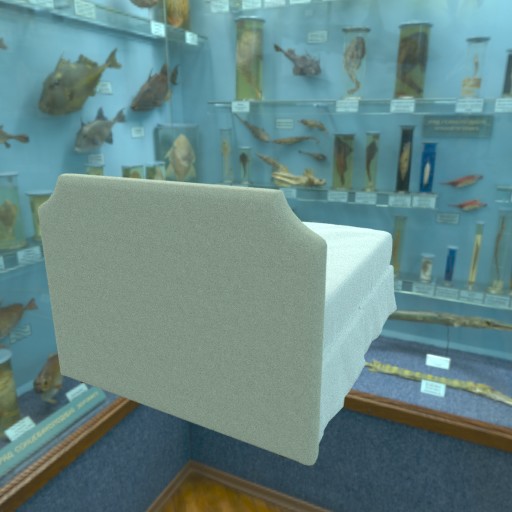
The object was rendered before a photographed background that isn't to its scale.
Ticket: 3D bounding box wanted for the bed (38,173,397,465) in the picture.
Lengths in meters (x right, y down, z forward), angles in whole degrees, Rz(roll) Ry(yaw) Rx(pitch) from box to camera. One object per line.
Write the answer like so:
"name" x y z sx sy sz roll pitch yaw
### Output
"bed" 0.000 0.000 3.121 1.693 1.290 2.116 9 19 26
